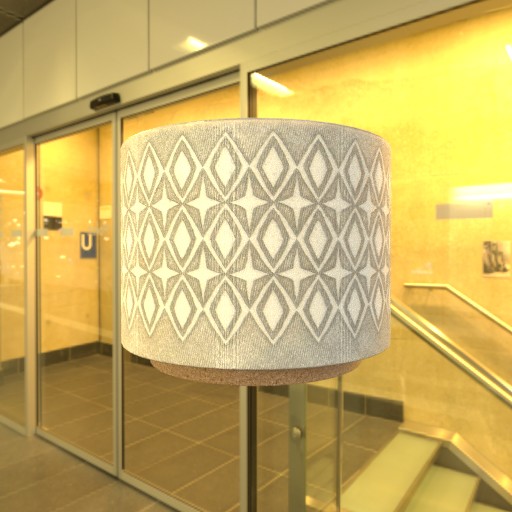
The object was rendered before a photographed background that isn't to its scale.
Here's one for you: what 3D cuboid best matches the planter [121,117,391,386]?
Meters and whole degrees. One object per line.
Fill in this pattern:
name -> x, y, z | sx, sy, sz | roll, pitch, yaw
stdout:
planter -> 0.000, 0.000, 0.320 | 0.186, 0.144, 0.186 | 0, 1, 0
